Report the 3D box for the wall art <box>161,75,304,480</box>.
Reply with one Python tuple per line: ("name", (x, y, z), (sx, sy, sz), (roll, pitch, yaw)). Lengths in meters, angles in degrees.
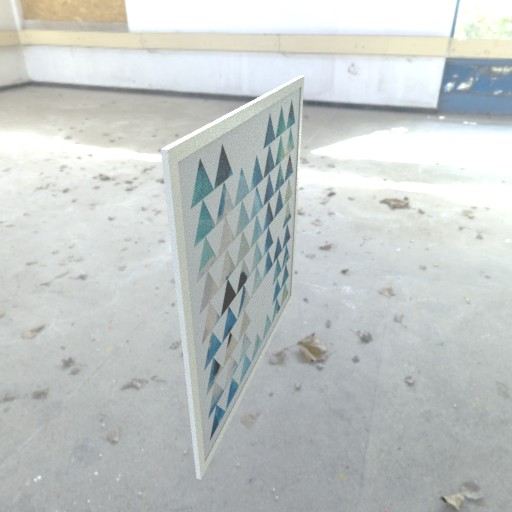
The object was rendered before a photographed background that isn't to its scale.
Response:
("wall art", (0.000, 0.000, 1.201), (0.012, 0.809, 0.809), (10, 32, 17))
